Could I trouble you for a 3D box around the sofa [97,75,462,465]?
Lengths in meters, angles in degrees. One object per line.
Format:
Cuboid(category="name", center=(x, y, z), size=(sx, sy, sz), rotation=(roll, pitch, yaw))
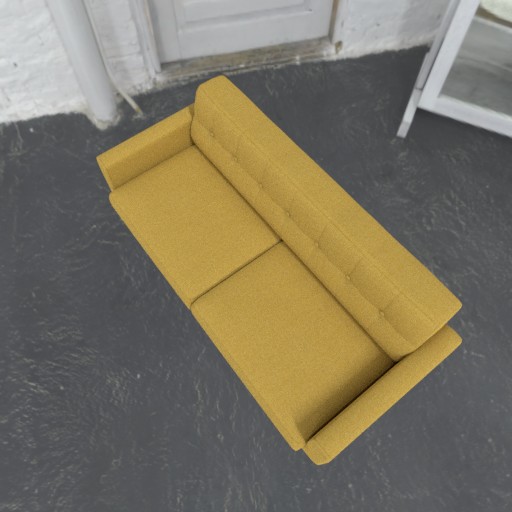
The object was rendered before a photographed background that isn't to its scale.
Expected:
Cuboid(category="sofa", center=(0.000, 0.000, 2.451), size=(0.909, 0.841, 2.029), rotation=(-34, 68, -16))
